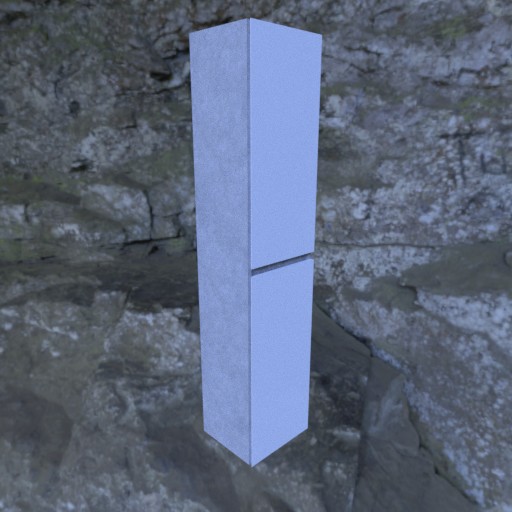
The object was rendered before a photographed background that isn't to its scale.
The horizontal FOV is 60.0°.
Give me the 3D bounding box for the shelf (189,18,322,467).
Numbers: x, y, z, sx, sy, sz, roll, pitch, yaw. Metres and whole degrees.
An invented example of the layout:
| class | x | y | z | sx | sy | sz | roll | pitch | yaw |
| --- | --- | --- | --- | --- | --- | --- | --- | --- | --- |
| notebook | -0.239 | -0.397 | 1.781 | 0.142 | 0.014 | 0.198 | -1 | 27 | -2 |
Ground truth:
| class | x | y | z | sx | sy | sz | roll | pitch | yaw |
| --- | --- | --- | --- | --- | --- | --- | --- | --- | --- |
| shelf | 0.000 | 0.000 | 1.534 | 0.300 | 1.400 | 0.270 | -15 | 21 | -42 |
